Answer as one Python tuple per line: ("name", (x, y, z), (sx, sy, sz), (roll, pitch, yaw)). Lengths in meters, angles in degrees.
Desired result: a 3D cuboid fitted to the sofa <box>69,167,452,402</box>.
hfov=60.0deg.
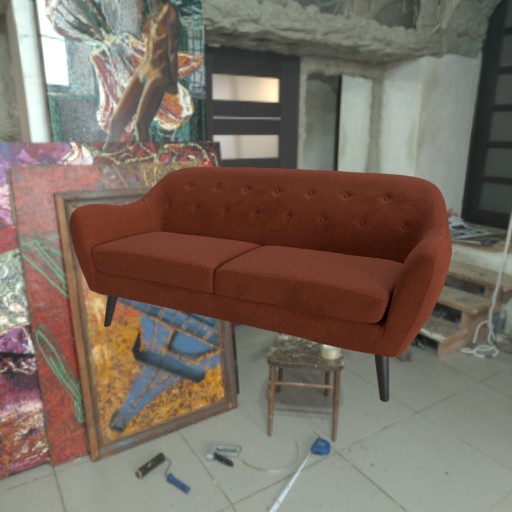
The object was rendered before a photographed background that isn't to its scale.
("sofa", (0.000, 0.000, 2.282), (1.840, 0.836, 0.820), (8, 17, 27))
